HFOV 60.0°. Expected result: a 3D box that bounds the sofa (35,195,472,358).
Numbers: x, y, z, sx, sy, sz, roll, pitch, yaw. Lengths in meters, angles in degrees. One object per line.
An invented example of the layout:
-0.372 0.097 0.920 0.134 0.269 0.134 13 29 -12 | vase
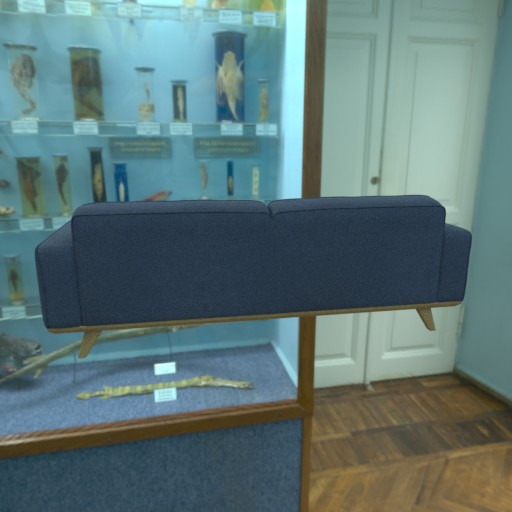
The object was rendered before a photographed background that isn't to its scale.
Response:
0.000 0.000 2.694 2.270 0.782 0.953 -3 15 -10 | sofa
